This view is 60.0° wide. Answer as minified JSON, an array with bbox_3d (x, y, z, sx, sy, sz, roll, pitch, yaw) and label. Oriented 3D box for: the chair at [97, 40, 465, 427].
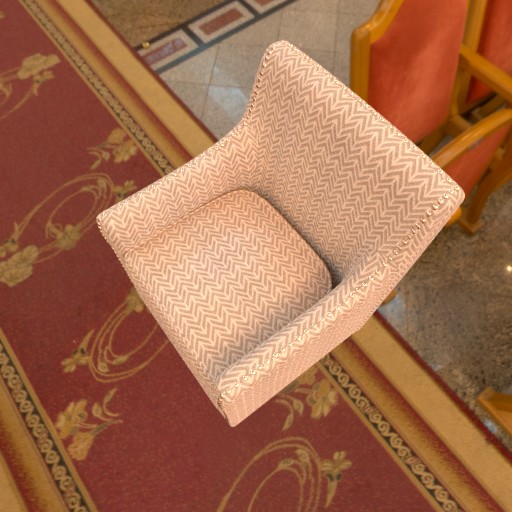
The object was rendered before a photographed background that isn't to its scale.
[{"bbox_3d":[0.000,0.000,1.281,0.651,0.816,0.623,-34,67,-16],"label":"chair"}]
